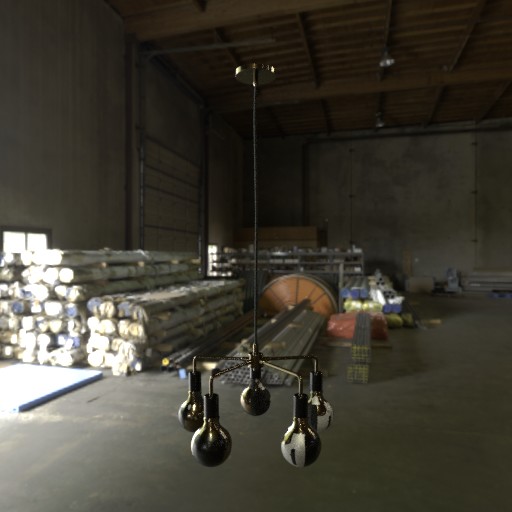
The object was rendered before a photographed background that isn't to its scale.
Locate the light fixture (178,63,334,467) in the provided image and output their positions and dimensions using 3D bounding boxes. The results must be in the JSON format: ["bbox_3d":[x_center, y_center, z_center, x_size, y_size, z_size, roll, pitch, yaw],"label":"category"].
[{"bbox_3d":[0.000,0.000,1.210,0.438,0.988,0.421,0,0,0],"label":"light fixture"}]
